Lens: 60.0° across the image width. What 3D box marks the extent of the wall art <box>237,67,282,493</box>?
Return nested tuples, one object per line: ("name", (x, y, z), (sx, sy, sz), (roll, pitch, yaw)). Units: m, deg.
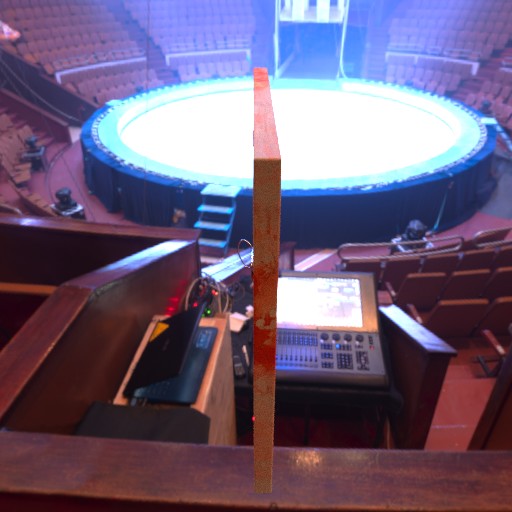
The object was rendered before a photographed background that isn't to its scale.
("wall art", (0.000, 0.000, 1.079), (0.064, 0.746, 0.747), (0, 31, 0))
